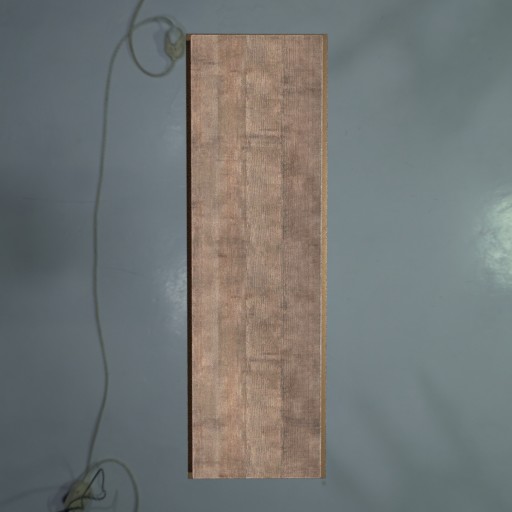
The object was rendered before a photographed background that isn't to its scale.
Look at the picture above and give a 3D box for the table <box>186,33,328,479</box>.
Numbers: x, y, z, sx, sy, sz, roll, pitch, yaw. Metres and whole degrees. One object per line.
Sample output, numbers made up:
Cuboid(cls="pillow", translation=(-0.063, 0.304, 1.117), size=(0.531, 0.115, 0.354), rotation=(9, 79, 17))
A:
Cuboid(cls="table", translation=(0.000, 0.000, 1.765), size=(0.440, 0.820, 1.400), rotation=(0, 92, 0))
